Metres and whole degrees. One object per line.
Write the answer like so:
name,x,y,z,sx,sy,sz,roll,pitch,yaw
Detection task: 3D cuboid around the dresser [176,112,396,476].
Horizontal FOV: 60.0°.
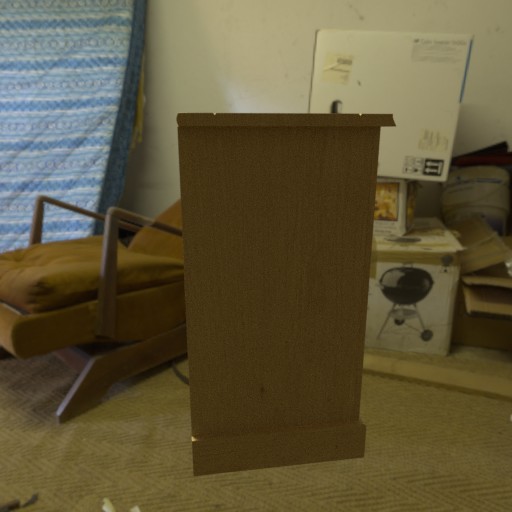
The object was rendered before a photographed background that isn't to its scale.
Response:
dresser,0.000,0.000,1.411,0.440,0.835,0.915,-2,16,-8
